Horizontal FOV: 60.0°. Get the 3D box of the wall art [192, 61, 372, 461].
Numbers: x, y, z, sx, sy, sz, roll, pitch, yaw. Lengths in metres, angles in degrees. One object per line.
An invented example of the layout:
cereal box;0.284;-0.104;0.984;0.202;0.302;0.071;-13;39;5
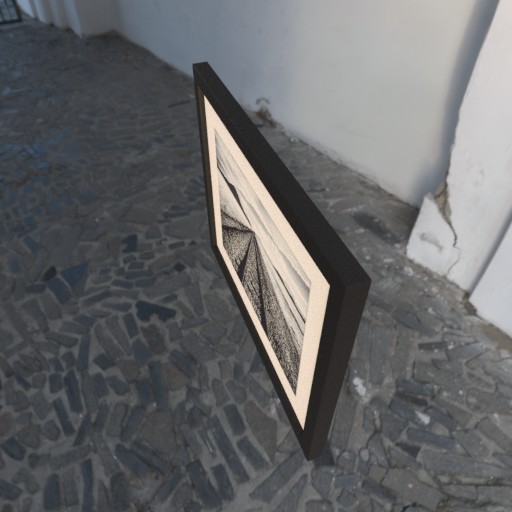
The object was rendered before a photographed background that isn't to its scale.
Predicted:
wall art;0.000;0.000;0.775;0.029;0.458;0.559;-15;48;-15
